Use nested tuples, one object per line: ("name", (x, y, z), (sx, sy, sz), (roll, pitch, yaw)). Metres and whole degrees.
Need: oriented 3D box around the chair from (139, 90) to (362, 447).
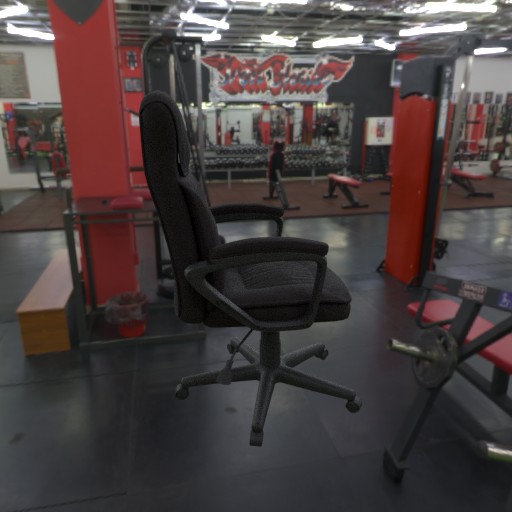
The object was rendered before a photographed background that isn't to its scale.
("chair", (0.000, 0.000, 1.588), (0.724, 1.105, 0.667), (-3, 17, -9))
